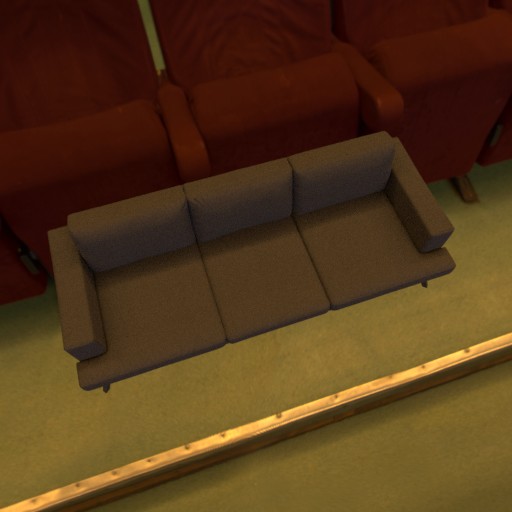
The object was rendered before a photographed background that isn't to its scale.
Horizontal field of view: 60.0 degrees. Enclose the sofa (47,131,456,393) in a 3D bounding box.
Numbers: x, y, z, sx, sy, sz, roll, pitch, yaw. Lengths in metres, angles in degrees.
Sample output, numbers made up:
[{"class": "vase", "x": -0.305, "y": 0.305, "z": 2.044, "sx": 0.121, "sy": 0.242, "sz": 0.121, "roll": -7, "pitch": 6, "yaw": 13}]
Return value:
[{"class": "sofa", "x": 0.000, "y": 0.000, "z": 2.729, "sx": 2.310, "sy": 0.810, "sz": 0.920, "roll": -17, "pitch": 64, "yaw": -8}]
